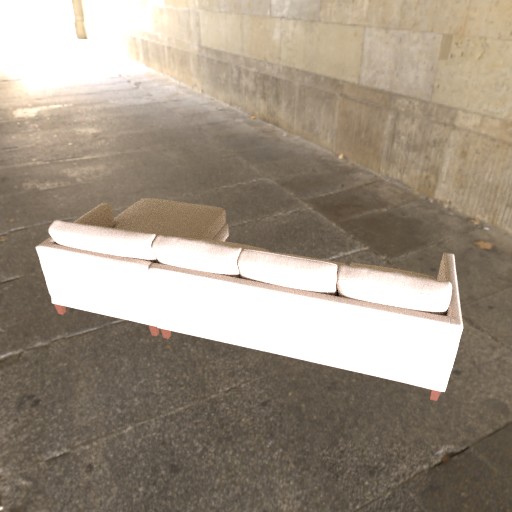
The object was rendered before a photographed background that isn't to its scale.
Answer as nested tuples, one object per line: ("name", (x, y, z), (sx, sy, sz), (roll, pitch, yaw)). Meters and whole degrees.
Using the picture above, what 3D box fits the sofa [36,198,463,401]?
("sofa", (0.000, 0.000, 3.878), (3.186, 0.861, 1.625), (9, 32, 15))
